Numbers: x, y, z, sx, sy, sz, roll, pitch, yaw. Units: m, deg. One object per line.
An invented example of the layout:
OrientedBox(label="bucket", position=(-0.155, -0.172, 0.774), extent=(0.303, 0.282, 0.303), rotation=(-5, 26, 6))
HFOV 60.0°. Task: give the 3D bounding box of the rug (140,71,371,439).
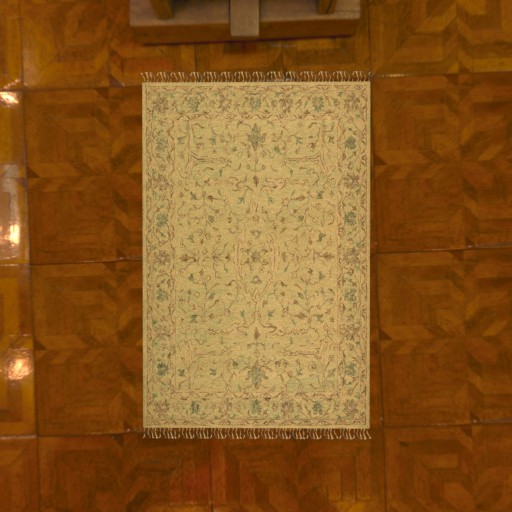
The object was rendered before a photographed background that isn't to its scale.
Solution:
OrientedBox(label="rug", position=(0.000, 0.000, 2.939), extent=(1.544, 0.010, 2.435), rotation=(0, 91, 1))
